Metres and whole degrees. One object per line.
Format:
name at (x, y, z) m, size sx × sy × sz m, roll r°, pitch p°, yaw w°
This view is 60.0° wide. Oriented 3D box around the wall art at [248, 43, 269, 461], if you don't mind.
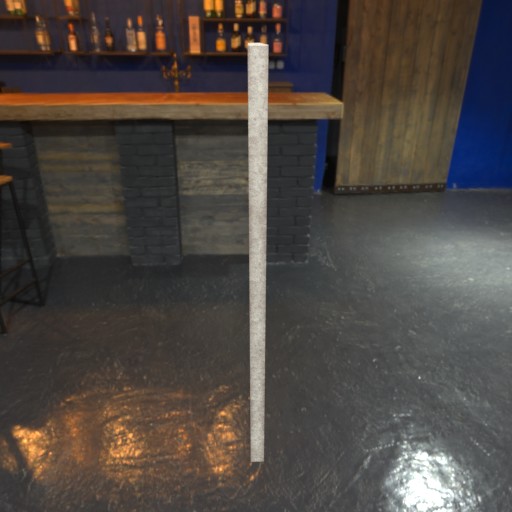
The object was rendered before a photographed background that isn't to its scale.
wall art at (0.000, 0.000, 1.690) m, size 0.051 × 1.461 × 0.648 m, roll 0°, pitch 26°, yaw -1°
